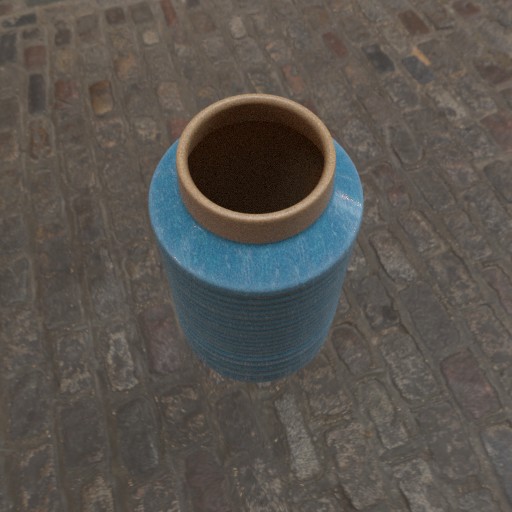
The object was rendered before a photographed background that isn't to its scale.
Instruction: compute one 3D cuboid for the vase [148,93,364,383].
[{"bbox_3d":[0.000,0.000,0.368,0.163,0.267,0.163,0,64,0],"label":"vase"}]
